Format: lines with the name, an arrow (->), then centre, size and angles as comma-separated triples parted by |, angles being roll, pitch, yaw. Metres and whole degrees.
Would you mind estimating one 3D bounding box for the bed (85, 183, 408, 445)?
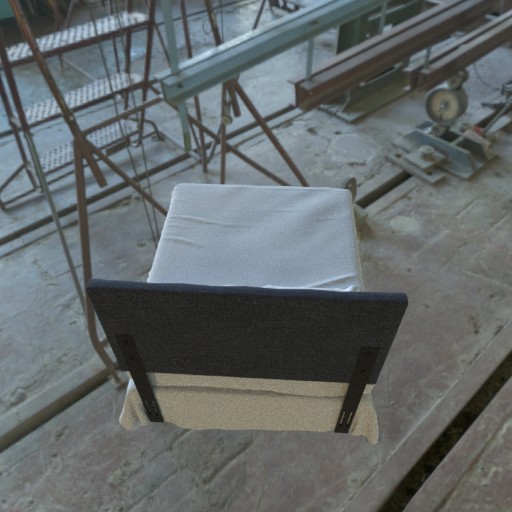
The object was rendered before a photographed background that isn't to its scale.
bed -> 0.000, 0.000, 3.467 | 1.936, 1.577, 2.222 | 2, 47, 2
